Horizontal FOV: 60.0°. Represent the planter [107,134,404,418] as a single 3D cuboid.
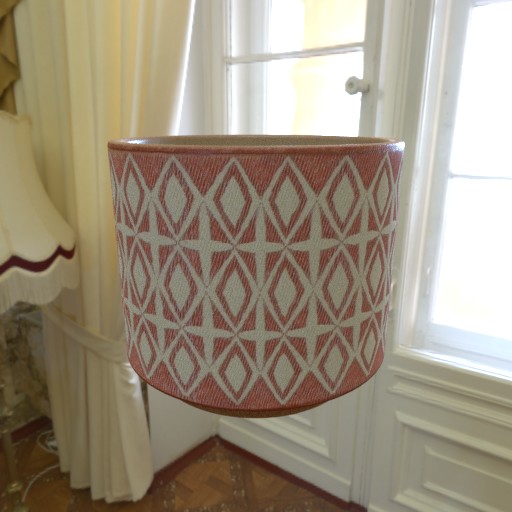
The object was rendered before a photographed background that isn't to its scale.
[{"bbox_3d":[0.000,0.000,0.462,0.273,0.237,0.273,0,17,0],"label":"planter"}]
